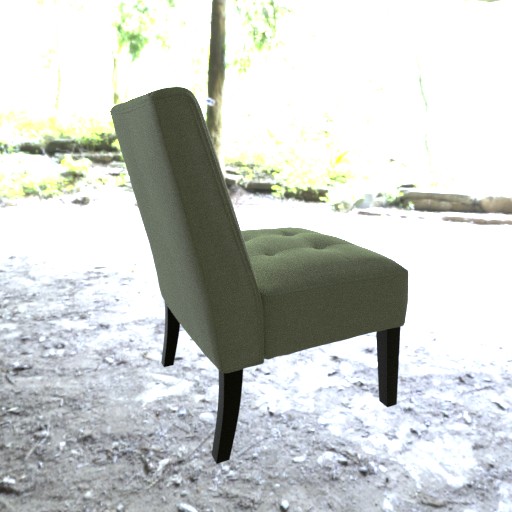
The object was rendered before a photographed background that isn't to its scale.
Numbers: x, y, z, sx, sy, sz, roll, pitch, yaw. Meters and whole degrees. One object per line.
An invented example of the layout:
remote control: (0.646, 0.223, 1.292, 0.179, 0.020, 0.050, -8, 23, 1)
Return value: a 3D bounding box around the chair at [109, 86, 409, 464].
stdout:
chair: (0.000, 0.000, 1.276, 0.676, 0.853, 0.569, -7, 17, -24)
